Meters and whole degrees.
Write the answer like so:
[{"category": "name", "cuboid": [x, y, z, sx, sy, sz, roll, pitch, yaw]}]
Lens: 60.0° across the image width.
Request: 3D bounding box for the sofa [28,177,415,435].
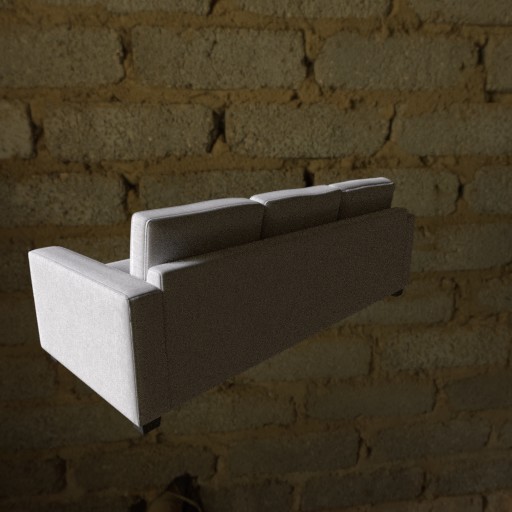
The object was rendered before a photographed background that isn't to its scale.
[{"category": "sofa", "cuboid": [0.000, 0.000, 2.504, 0.900, 0.800, 2.120, 15, 21, 42]}]
